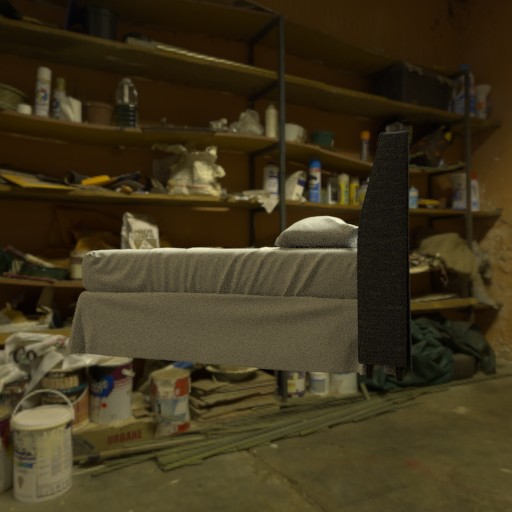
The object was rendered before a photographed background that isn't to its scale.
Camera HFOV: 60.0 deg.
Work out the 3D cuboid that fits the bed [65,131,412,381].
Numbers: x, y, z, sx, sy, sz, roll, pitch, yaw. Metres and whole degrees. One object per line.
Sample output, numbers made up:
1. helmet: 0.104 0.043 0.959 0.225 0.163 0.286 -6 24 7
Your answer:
1. bed: 0.000 0.000 3.519 2.276 1.332 1.925 0 0 17
